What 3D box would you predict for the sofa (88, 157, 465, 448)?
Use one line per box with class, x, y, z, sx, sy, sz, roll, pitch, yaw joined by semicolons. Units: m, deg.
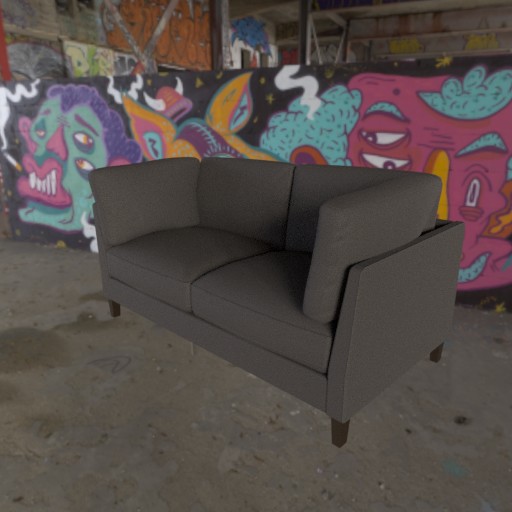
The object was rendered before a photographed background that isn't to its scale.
sofa;0.000;0.000;2.293;1.751;0.920;0.969;15;22;42
